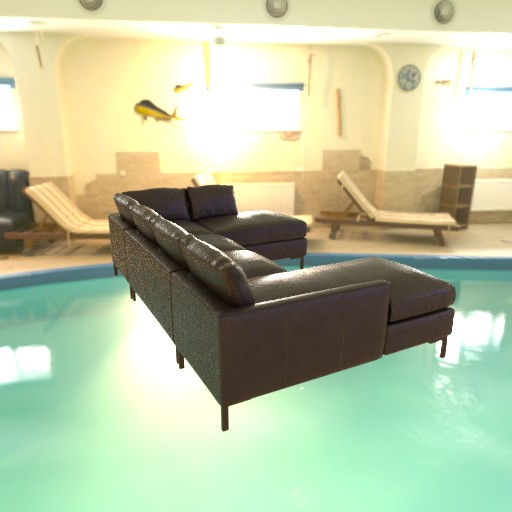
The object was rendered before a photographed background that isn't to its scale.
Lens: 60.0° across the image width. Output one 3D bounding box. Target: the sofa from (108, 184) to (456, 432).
[{"bbox_3d":[0.000,0.000,3.801,1.939,0.900,2.956,-8,18,-27],"label":"sofa"}]
